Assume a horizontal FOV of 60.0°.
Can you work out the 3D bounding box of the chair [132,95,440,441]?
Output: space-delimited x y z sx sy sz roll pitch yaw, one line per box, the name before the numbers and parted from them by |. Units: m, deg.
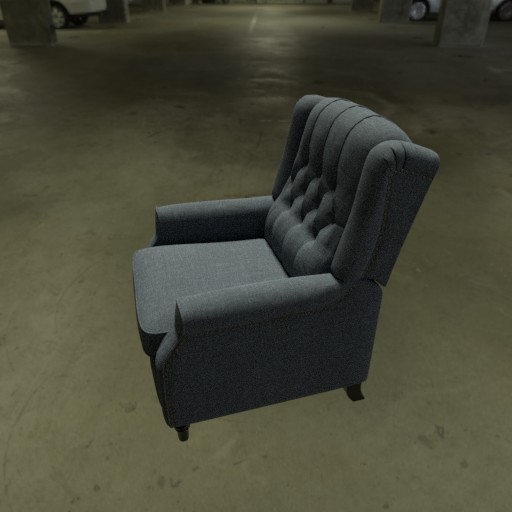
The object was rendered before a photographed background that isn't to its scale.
chair | 0.000 0.000 1.628 0.898 1.035 0.742 -9 33 -14
